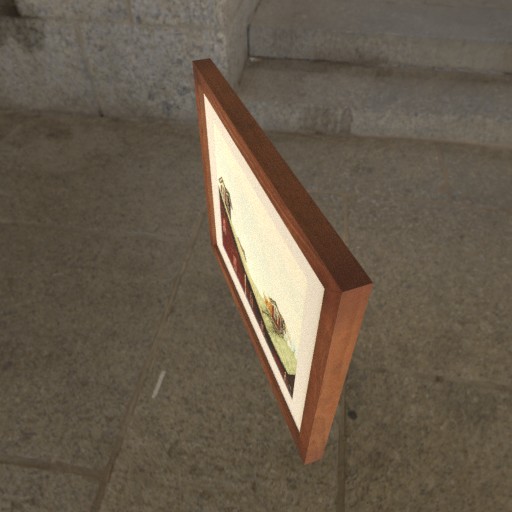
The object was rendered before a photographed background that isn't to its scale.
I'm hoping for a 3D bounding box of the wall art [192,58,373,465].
[{"bbox_3d":[0.000,0.000,0.765,0.033,0.457,0.558,-15,48,-14],"label":"wall art"}]
